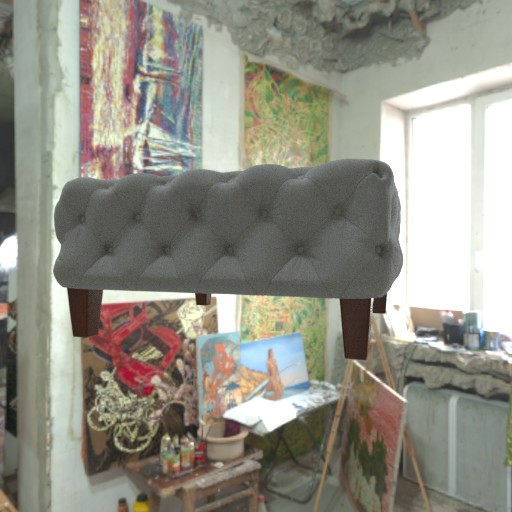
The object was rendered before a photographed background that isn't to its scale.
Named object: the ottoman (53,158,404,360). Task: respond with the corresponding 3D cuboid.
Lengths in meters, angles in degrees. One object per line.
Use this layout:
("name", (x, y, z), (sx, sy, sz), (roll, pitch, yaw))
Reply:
("ottoman", (0.000, 0.000, 1.453), (0.917, 0.439, 0.911), (0, 1, 19))
